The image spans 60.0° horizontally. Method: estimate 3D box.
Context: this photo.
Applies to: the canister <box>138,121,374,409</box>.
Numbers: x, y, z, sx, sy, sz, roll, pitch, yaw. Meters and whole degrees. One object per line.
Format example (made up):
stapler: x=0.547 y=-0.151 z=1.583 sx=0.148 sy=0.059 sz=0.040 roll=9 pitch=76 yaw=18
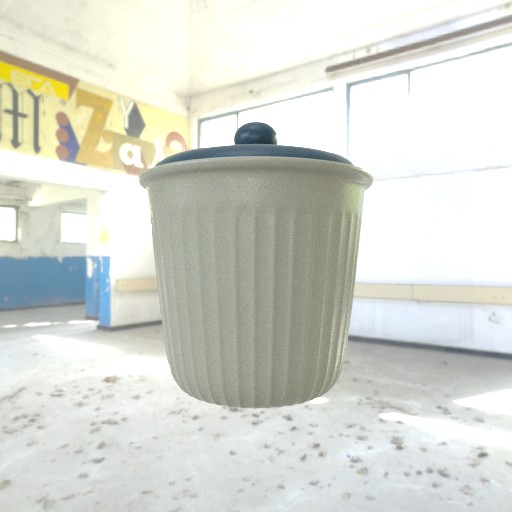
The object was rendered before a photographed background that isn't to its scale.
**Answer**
canister: x=0.000 y=0.000 z=0.352 sx=0.181 sy=0.211 sz=0.181 roll=0 pitch=0 yaw=0
